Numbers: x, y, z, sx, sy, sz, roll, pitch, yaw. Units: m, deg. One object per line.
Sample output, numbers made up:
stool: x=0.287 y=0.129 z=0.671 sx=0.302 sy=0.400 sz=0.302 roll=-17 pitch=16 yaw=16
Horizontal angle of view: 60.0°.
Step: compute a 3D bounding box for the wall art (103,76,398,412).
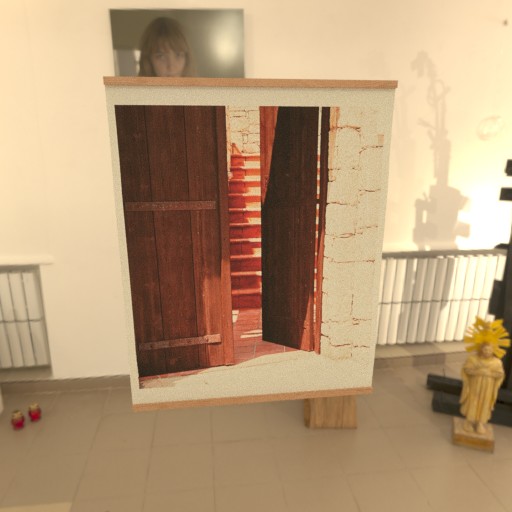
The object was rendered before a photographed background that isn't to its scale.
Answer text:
wall art: x=0.000 y=0.000 z=0.681 sx=0.406 sy=0.508 sz=0.013 roll=-2 pitch=16 yaw=-7
